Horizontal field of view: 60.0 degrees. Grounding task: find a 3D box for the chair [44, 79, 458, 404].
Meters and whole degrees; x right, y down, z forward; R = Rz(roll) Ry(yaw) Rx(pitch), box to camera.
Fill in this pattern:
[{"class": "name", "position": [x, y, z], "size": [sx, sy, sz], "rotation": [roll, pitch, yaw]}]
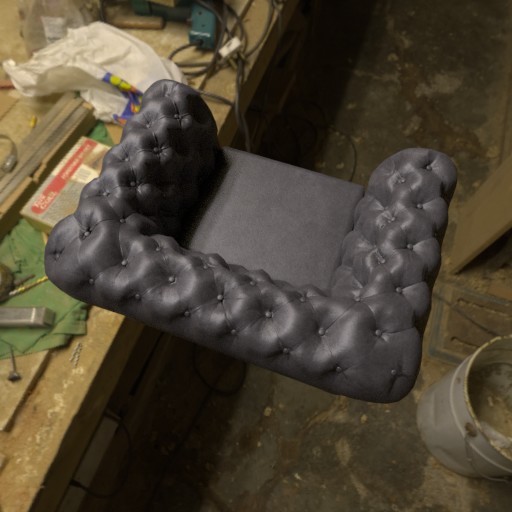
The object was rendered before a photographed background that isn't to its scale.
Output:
[{"class": "chair", "position": [0.000, 0.000, 1.814], "size": [1.298, 0.780, 0.943], "rotation": [18, 64, 9]}]
